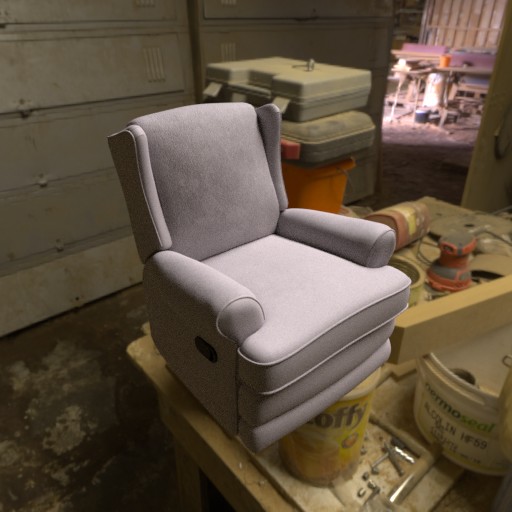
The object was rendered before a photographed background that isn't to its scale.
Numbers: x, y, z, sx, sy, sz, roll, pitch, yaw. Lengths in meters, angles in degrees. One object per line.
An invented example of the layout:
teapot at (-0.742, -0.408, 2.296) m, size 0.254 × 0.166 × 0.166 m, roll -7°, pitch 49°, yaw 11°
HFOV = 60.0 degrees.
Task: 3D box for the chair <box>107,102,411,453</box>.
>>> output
chair at (0.000, 0.000, 1.711) m, size 0.847 × 1.011 × 0.969 m, roll -22°, pitch 36°, yaw -34°
